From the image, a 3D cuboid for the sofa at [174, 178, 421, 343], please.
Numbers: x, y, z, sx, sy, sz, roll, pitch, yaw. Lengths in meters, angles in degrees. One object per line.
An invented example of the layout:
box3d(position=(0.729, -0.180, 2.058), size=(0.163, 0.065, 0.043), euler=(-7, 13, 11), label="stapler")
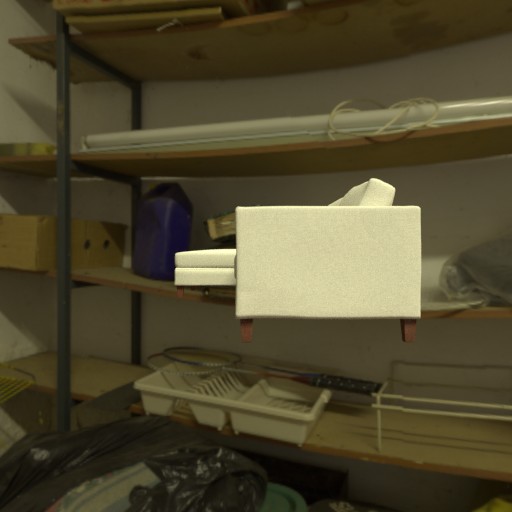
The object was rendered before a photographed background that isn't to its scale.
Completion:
box3d(position=(0.000, 0.000, 3.775), size=(1.625, 0.846, 3.186), euler=(0, 0, 0), label="sofa")
